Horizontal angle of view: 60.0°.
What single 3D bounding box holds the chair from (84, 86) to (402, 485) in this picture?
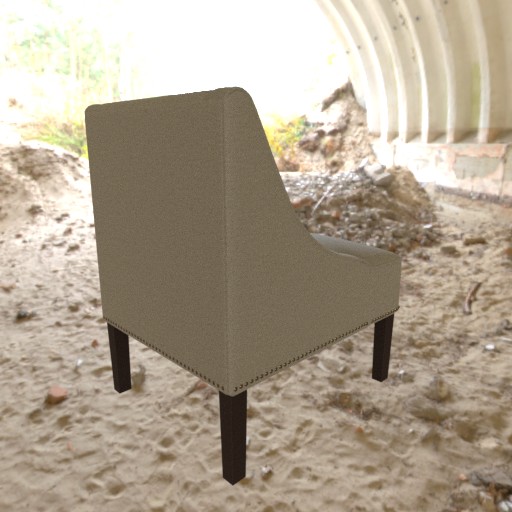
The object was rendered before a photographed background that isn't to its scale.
[{"bbox_3d":[0.000,0.000,1.340,0.737,0.864,0.610,-14,20,-42],"label":"chair"}]
